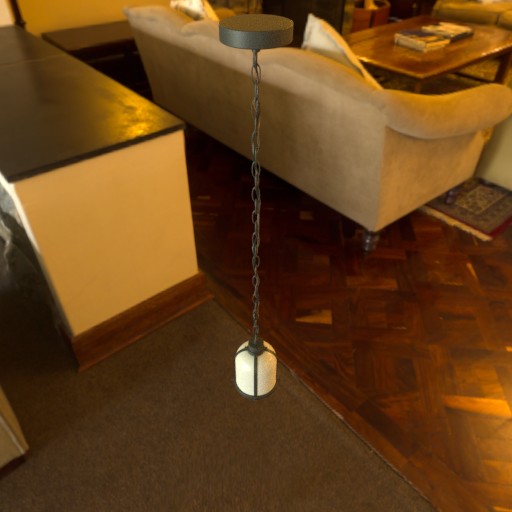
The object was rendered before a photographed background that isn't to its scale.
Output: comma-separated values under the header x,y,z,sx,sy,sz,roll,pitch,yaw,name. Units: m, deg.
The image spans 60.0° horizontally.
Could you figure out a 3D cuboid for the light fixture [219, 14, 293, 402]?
x,y,z,sx,sy,sz,roll,pitch,yaw,name
0.000,0.000,1.238,0.178,1.181,0.178,1,40,1,light fixture
